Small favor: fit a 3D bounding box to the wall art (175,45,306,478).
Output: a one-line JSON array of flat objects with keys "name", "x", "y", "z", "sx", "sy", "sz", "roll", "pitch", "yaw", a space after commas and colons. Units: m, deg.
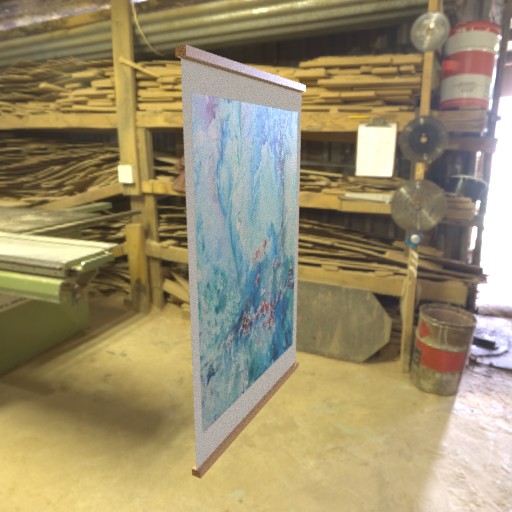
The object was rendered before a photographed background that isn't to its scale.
[{"name": "wall art", "x": 0.000, "y": 0.000, "z": 1.931, "sx": 0.040, "sy": 1.510, "sz": 0.991, "roll": 7, "pitch": 15, "yaw": 26}]
